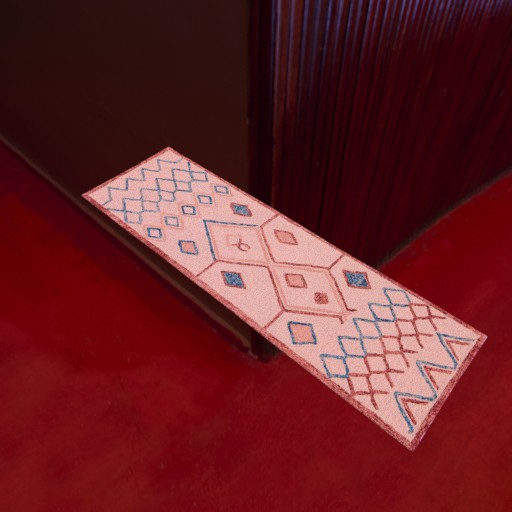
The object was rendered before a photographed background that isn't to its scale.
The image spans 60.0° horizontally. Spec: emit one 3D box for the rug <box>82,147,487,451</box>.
[{"bbox_3d":[0.000,0.000,2.570,2.435,0.011,0.750,34,56,27],"label":"rug"}]
